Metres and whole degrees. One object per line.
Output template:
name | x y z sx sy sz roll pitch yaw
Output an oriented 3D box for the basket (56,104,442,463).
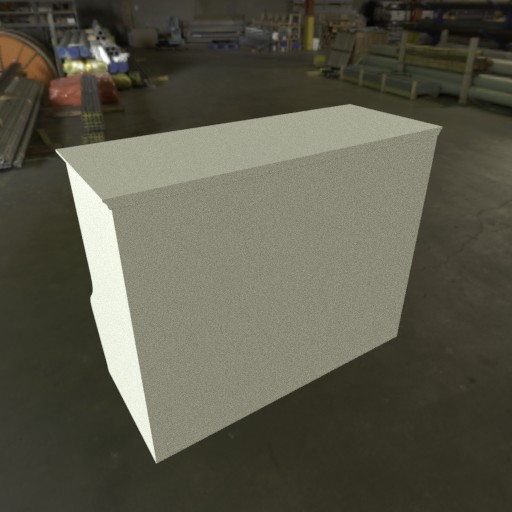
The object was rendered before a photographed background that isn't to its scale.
basket | 0.000 0.000 1.135 0.792 0.625 0.376 -18 35 -28
